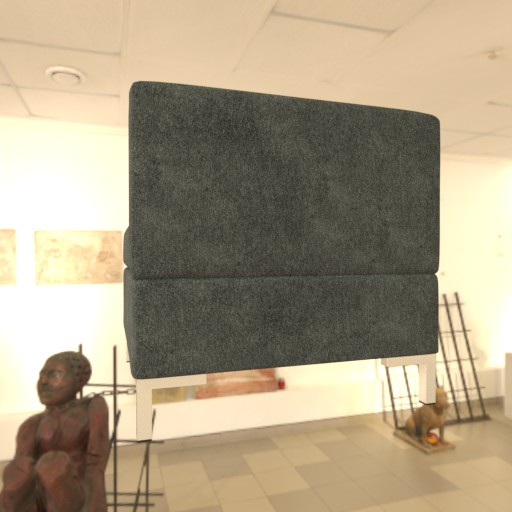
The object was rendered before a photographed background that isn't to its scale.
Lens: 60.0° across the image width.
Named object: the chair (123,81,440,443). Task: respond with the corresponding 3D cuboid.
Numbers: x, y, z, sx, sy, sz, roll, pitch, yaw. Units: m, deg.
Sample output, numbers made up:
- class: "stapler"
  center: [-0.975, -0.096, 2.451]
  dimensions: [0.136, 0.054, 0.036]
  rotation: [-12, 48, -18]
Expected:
- class: "chair"
  center: [0.000, 0.000, 1.198]
  dimensions: [0.680, 0.660, 0.680]
  rotation: [0, 1, -18]
